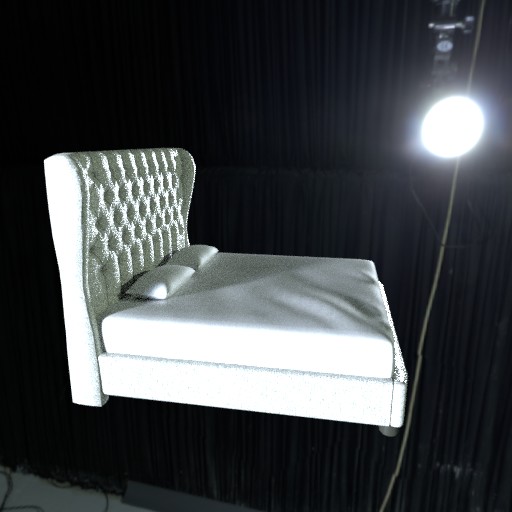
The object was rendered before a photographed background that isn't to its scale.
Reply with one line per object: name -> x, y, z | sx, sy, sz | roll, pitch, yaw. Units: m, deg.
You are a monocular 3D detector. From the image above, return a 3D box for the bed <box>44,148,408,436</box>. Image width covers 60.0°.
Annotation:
bed -> 0.000, 0.000, 3.817 | 2.347, 1.771, 2.219 | 3, 15, 10
